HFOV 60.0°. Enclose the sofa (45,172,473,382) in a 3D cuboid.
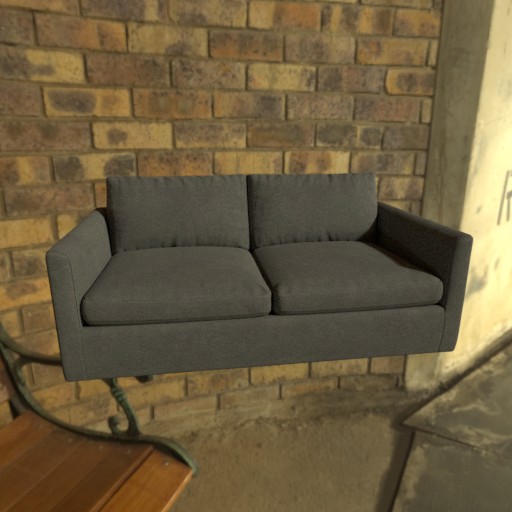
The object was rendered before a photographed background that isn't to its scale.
[{"bbox_3d":[0.000,0.000,2.498,1.909,0.845,1.091,-2,16,-9],"label":"sofa"}]
